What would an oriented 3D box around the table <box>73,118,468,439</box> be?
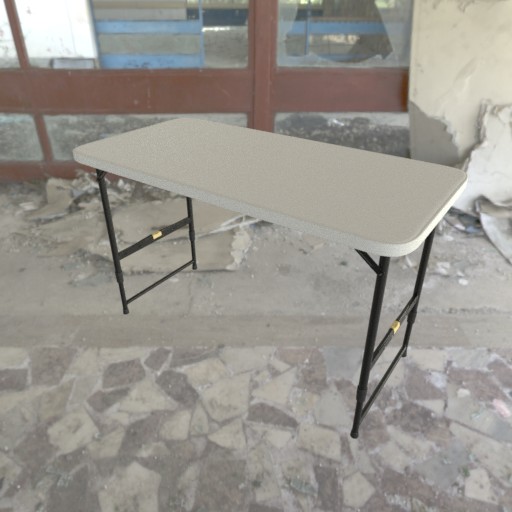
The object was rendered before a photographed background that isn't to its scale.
[{"bbox_3d":[0.000,0.000,1.641,1.219,0.737,0.610,20,36,30],"label":"table"}]
